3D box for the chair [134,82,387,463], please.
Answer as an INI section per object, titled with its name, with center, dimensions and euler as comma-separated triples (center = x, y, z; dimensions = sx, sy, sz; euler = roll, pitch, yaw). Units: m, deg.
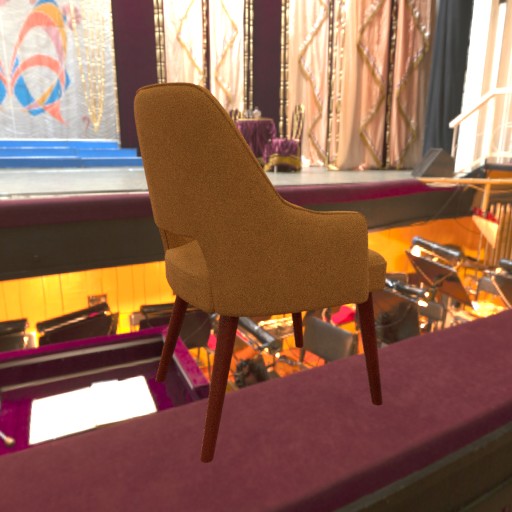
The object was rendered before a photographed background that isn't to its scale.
[chair]
center = 0.000, 0.000, 1.230
dimensions = 0.605, 0.849, 0.548
euler = -7, 16, -26
